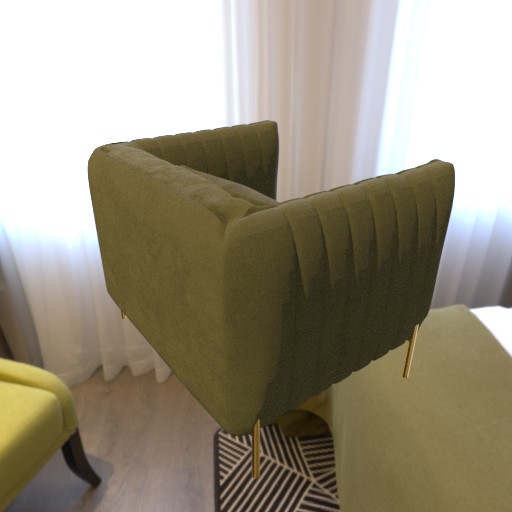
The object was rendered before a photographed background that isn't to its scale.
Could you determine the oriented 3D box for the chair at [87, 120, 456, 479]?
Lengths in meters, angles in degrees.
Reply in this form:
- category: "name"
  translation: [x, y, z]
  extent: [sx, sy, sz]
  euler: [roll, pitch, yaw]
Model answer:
- category: "chair"
  translation: [0.000, 0.000, 1.634]
  extent: [0.877, 0.794, 1.032]
  euler: [-19, 32, -32]
